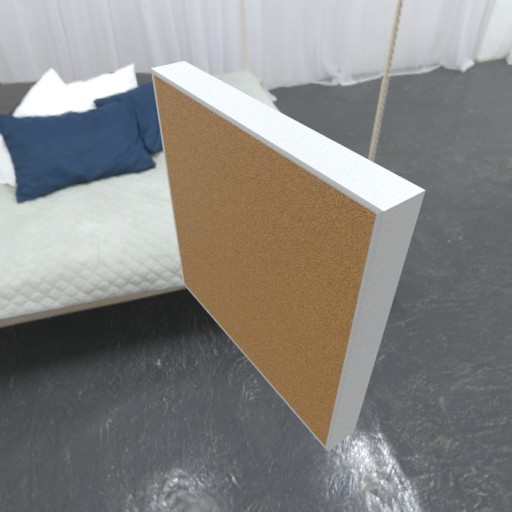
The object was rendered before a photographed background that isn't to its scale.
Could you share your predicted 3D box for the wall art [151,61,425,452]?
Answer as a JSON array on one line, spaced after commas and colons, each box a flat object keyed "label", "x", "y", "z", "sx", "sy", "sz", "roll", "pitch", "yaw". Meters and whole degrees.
[{"label": "wall art", "x": 0.000, "y": 0.000, "z": 0.460, "sx": 0.038, "sy": 0.304, "sz": 0.305, "roll": -26, "pitch": 47, "yaw": -26}]
